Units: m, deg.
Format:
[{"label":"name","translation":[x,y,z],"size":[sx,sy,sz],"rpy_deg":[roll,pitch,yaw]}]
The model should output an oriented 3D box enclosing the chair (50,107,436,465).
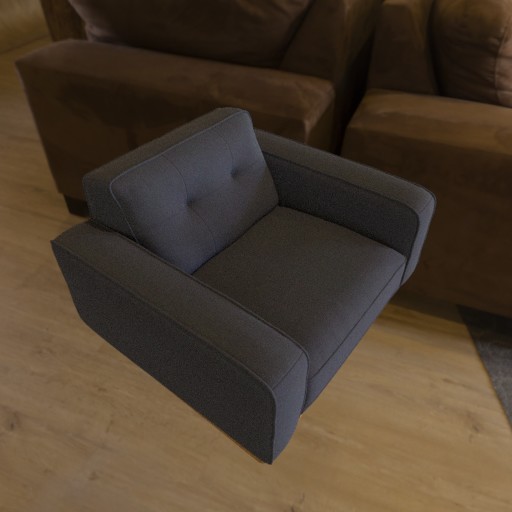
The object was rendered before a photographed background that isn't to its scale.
[{"label":"chair","translation":[0.000,0.000,1.708],"size":[0.953,0.783,1.118],"rpy_deg":[27,48,27]}]
